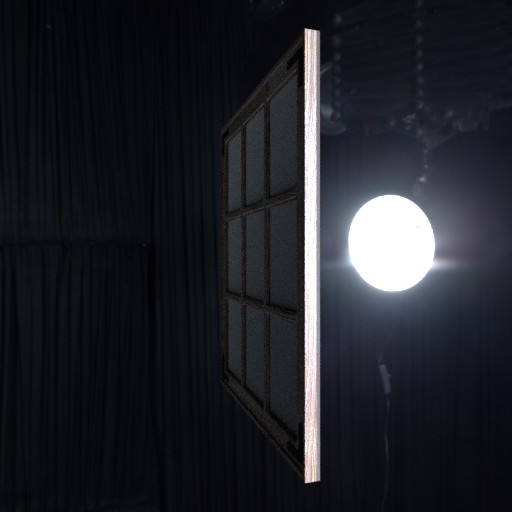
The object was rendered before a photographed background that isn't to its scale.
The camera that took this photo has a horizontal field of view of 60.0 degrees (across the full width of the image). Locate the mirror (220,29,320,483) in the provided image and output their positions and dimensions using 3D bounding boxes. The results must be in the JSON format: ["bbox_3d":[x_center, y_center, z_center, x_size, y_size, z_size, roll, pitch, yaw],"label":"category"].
[{"bbox_3d":[0.000,0.000,1.213,0.032,0.882,0.730,0,0,-18],"label":"mirror"}]
